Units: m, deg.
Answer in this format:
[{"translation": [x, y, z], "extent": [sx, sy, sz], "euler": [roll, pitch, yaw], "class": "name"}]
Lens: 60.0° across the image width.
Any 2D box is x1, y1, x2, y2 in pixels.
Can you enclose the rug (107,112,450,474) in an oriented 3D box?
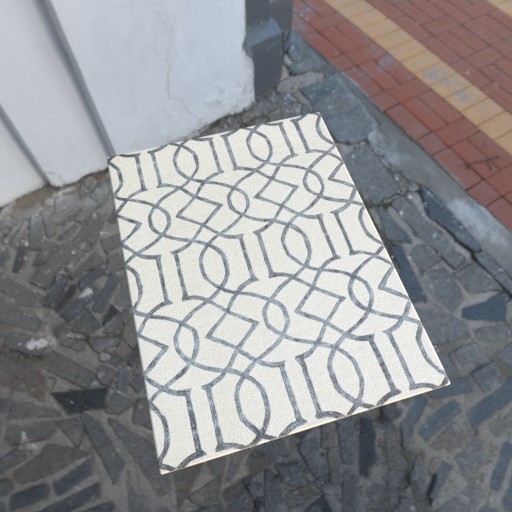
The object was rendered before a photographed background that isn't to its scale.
[{"translation": [0.000, 0.000, 3.841], "extent": [2.211, 0.021, 2.910], "euler": [-14, 63, -7], "class": "rug"}]
